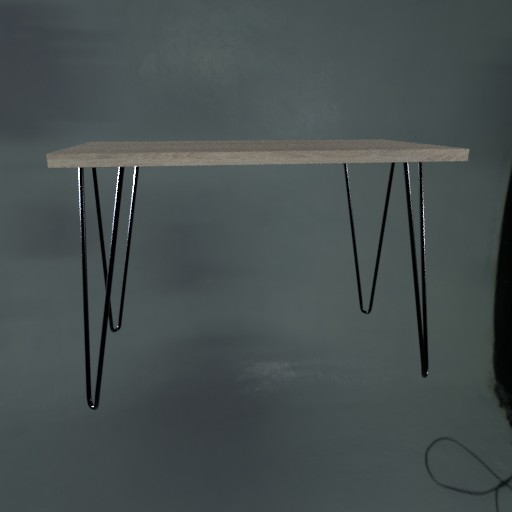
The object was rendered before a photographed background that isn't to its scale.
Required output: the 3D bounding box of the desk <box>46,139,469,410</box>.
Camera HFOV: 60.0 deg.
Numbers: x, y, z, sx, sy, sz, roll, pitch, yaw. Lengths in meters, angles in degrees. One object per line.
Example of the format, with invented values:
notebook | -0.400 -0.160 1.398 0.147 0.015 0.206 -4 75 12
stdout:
desk | 0.000 0.000 1.356 0.991 0.660 0.499 -3 18 -9
